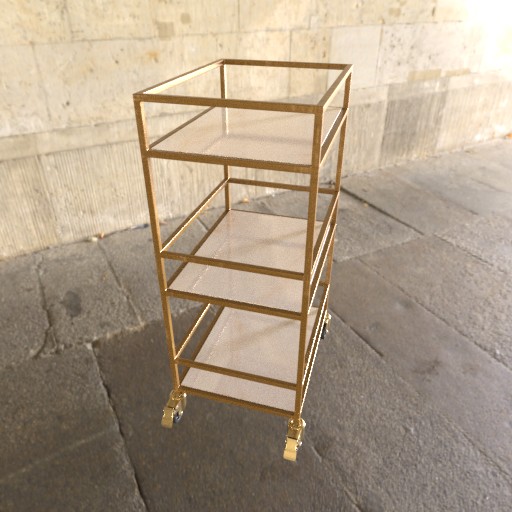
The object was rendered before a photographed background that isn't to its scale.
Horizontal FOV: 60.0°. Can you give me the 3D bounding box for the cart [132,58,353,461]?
[{"bbox_3d":[0.000,0.000,1.011,0.332,0.761,0.483,9,33,14],"label":"cart"}]
